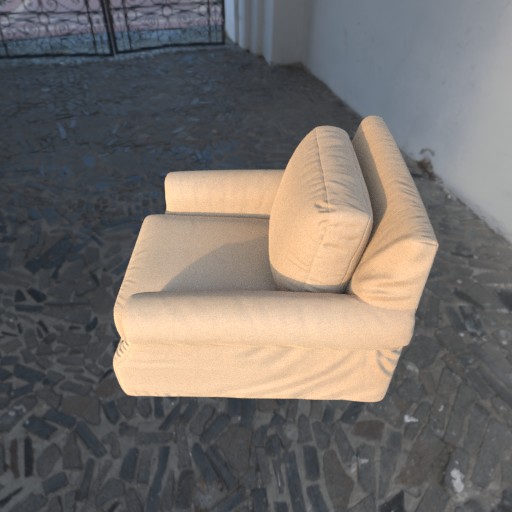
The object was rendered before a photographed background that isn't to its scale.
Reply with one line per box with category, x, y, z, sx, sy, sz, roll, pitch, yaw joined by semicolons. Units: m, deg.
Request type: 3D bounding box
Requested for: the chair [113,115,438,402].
chair;0.000;0.000;1.771;1.066;0.866;0.940;1;42;1
